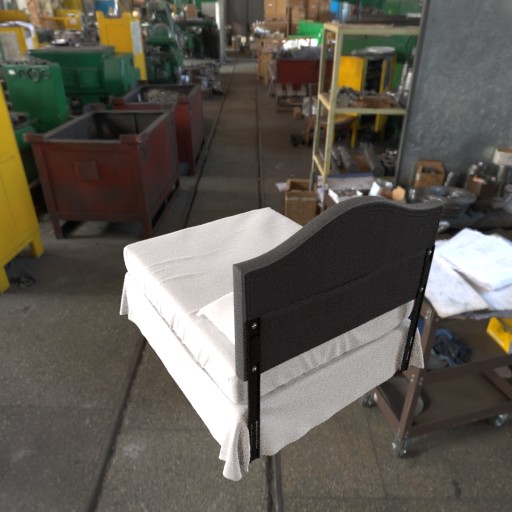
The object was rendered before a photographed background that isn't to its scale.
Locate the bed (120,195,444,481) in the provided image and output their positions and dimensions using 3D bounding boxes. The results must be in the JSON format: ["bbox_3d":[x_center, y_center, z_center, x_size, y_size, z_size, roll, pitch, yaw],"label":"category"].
[{"bbox_3d":[0.000,0.000,3.577,1.876,1.645,2.221,-18,34,-29],"label":"bed"}]
